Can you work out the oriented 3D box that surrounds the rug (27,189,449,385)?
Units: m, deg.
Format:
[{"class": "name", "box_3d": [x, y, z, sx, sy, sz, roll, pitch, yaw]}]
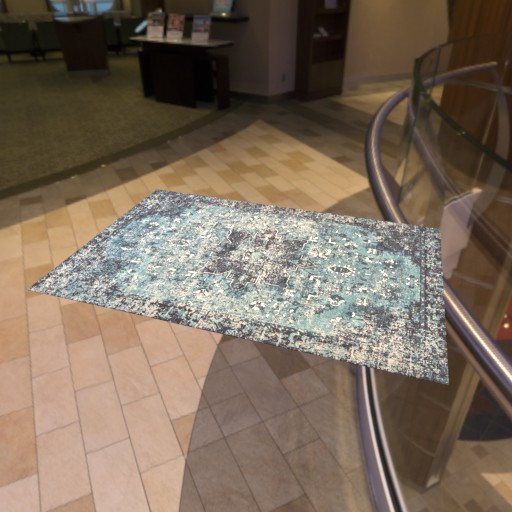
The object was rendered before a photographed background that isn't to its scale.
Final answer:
[{"class": "rug", "box_3d": [0.000, 0.000, 2.296, 1.828, 0.005, 1.219, 10, 33, 15]}]
